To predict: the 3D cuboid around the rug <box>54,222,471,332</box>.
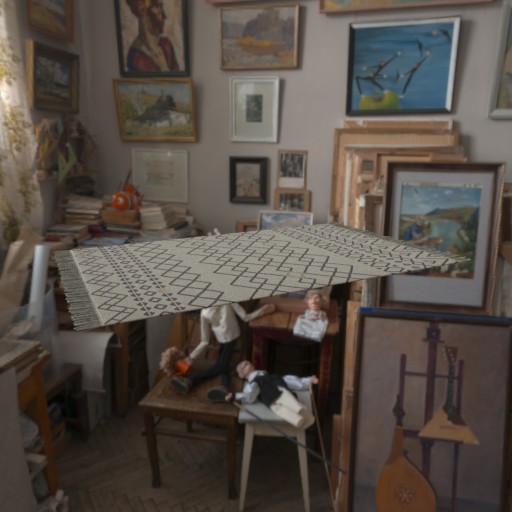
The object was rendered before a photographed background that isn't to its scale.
[{"bbox_3d":[0.000,0.000,3.030,2.472,0.035,1.495,-7,17,-26],"label":"rug"}]
